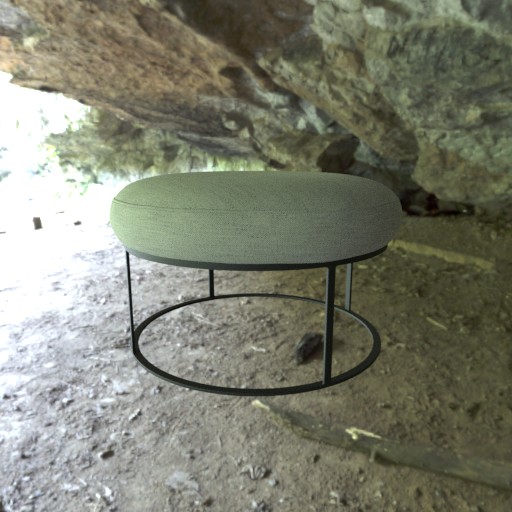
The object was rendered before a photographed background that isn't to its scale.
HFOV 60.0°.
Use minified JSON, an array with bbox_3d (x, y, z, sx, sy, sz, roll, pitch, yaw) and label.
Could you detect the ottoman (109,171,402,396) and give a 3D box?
[{"bbox_3d":[0.000,0.000,1.245,0.769,0.459,0.769,0,13,0],"label":"ottoman"}]
